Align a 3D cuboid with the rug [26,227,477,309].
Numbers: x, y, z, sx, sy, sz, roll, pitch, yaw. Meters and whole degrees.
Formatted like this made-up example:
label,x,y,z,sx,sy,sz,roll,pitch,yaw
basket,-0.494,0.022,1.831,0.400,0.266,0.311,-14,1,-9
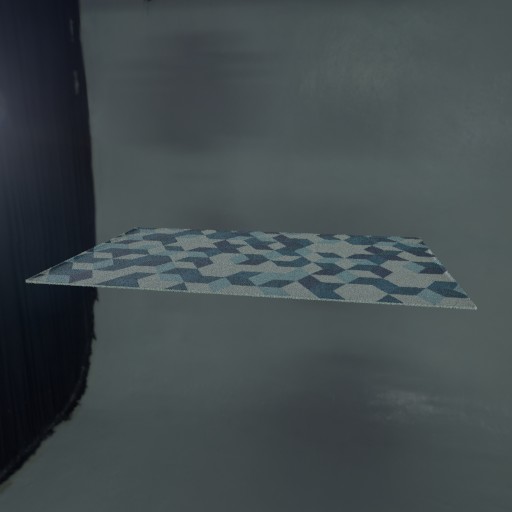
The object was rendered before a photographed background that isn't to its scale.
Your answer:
label,x,y,z,sx,sy,sz,roll,pitch,yaw
rug,0.000,0.000,3.073,2.438,0.015,1.518,3,16,9
